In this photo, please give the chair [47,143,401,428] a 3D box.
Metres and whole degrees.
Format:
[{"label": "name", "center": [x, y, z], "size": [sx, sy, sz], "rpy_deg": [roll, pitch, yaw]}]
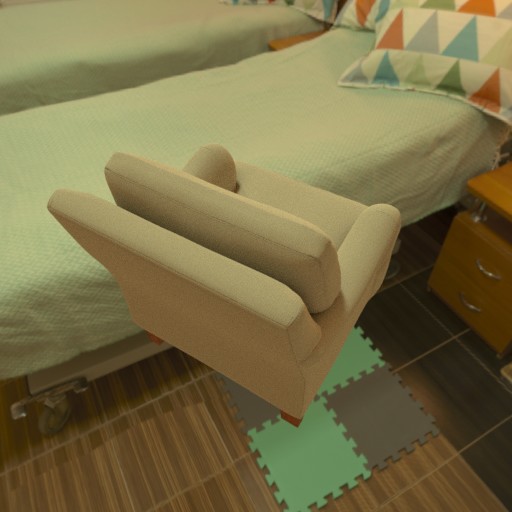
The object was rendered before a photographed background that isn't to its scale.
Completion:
[{"label": "chair", "center": [0.000, 0.000, 1.836], "size": [0.955, 1.038, 1.070], "rpy_deg": [24, 51, 22]}]
